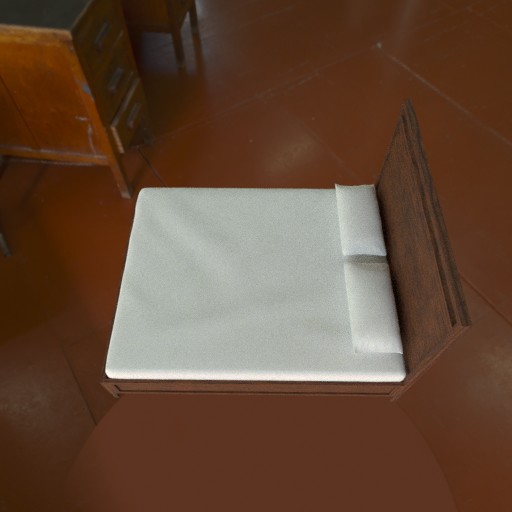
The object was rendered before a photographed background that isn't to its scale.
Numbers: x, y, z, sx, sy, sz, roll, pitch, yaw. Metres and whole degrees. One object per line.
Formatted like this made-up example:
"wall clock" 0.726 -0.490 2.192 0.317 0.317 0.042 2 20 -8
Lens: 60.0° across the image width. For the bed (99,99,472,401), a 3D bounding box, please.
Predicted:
"bed" 0.000 0.000 3.355 2.218 1.487 1.765 1 58 0
